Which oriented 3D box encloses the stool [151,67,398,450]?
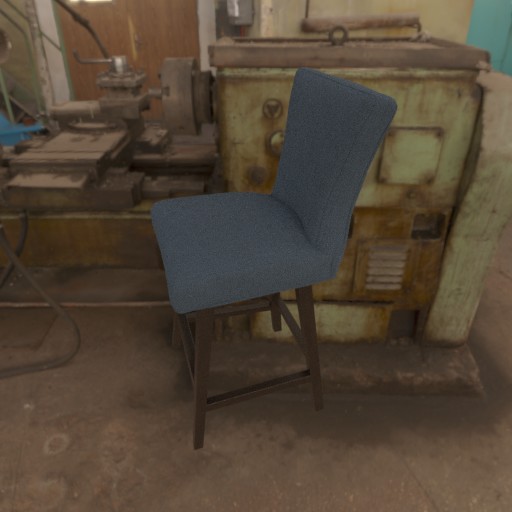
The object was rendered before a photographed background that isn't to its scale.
[{"bbox_3d":[0.000,0.000,1.359,0.574,1.000,0.514,-9,32,-15],"label":"stool"}]
